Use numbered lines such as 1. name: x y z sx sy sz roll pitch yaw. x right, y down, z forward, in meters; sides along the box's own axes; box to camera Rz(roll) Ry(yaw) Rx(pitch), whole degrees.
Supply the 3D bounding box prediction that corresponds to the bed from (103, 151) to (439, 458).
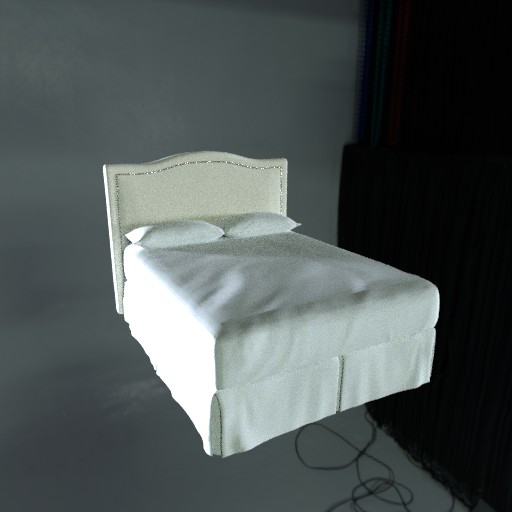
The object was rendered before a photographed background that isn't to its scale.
1. bed: 0.000 0.000 3.347 1.753 1.460 2.143 -8 18 -27
